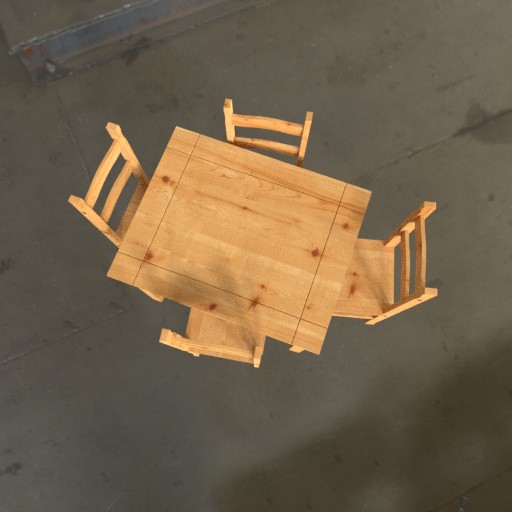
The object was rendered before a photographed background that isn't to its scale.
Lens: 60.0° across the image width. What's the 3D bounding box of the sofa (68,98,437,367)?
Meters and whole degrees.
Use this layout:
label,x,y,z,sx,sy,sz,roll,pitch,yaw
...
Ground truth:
label,x,y,z,sx,sy,sz,roll,pitch,yaw
sofa,0.000,0.000,2.265,1.529,1.000,1.144,20,76,5
